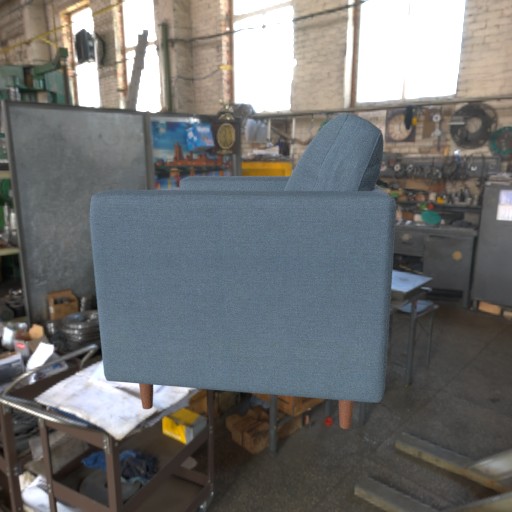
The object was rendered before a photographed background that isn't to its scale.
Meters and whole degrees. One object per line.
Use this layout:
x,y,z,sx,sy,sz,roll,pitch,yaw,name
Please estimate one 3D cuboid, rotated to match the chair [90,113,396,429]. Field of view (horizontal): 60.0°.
0.000,0.000,1.550,0.820,0.922,0.855,2,13,9,chair
